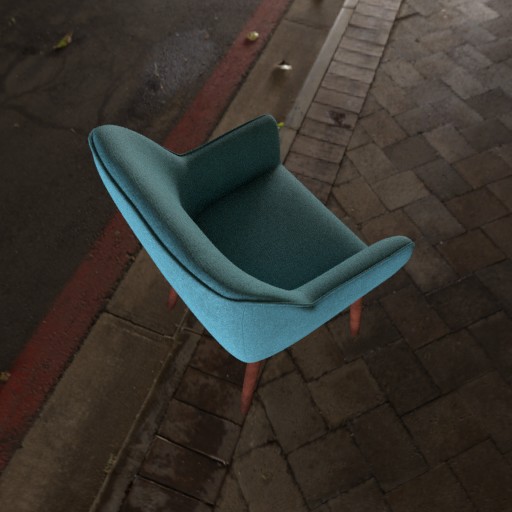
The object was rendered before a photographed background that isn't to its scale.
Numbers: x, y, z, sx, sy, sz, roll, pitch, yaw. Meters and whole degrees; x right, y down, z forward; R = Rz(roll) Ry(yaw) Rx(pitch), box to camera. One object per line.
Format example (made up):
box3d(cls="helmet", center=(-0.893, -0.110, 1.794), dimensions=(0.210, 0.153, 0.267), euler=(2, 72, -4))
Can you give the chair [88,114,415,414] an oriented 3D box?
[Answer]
box3d(cls="chair", center=(0.000, 0.000, 1.147), dimensions=(0.519, 0.803, 0.543), euler=(-33, 64, -18))
